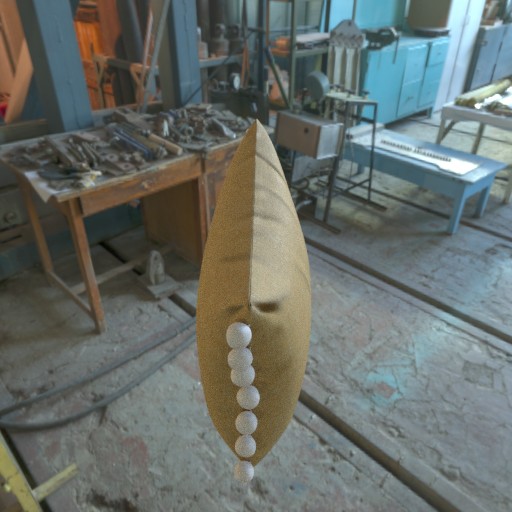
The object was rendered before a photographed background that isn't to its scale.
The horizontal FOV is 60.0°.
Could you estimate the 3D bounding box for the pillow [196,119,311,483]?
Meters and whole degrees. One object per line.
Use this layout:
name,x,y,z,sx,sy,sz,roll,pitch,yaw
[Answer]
pillow,0.000,0.000,0.827,0.201,0.322,0.709,0,33,1
